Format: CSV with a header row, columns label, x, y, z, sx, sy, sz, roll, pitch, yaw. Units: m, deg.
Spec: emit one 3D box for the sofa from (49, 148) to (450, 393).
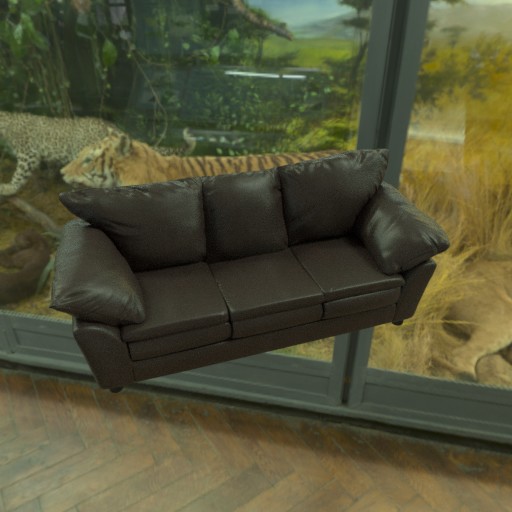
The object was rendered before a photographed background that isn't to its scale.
label,x,y,z,sx,sy,sz,roll,pitch,yaw
sofa,0.000,0.000,2.889,2.390,1.091,0.907,-10,31,-16
